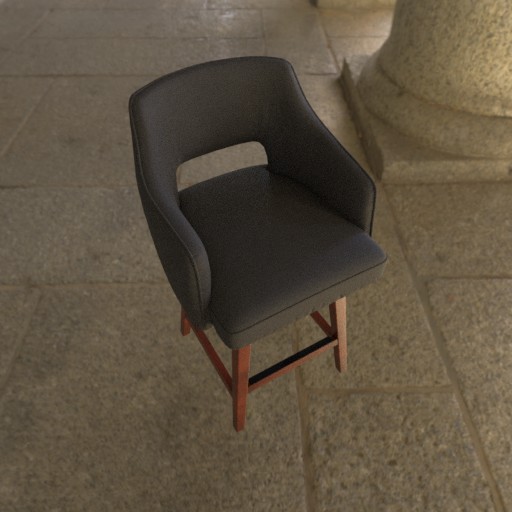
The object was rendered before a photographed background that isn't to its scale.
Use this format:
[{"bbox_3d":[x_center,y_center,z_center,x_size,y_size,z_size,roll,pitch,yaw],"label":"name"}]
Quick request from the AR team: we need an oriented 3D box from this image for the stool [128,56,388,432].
[{"bbox_3d":[0.000,0.000,1.271,0.548,0.912,0.558,-23,51,-20],"label":"stool"}]
